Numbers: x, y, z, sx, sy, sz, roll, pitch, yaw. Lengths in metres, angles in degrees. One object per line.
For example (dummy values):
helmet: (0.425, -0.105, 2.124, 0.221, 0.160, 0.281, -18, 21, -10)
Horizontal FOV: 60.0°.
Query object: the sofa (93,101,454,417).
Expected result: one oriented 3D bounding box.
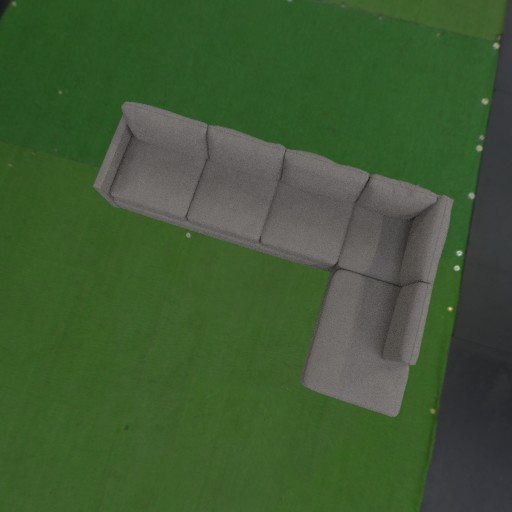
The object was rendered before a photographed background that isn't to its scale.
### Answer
sofa: (0.000, 0.000, 4.309, 3.331, 0.964, 2.077, 17, 79, 4)
